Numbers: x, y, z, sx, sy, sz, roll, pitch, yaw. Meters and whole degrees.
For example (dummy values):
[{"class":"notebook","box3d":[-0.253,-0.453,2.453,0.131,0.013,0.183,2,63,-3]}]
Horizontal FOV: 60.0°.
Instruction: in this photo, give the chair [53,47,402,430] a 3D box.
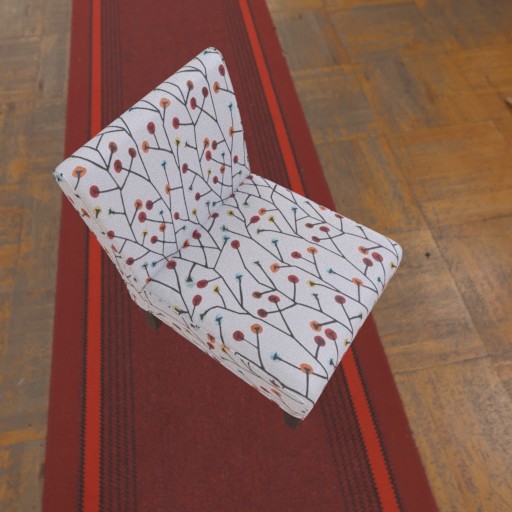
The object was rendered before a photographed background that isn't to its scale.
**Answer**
[{"class":"chair","box3d":[0.000,0.000,1.336,0.732,0.813,0.597,30,62,18]}]
